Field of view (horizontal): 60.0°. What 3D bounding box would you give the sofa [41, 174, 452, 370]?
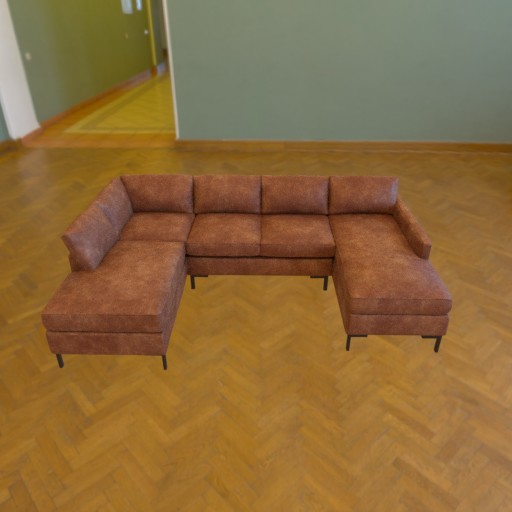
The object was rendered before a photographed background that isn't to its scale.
[{"bbox_3d":[0.000,0.000,3.876,2.956,0.900,1.939,1,30,1],"label":"sofa"}]
